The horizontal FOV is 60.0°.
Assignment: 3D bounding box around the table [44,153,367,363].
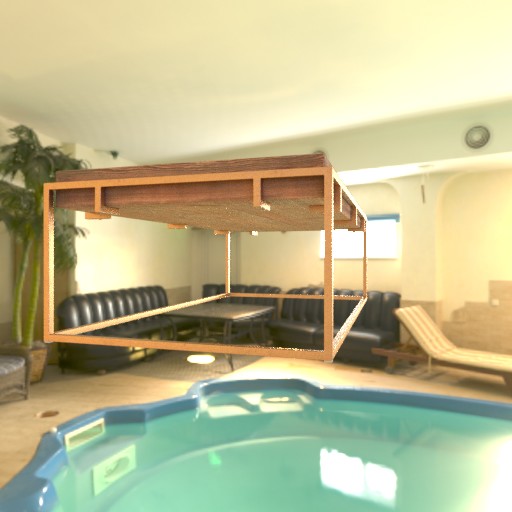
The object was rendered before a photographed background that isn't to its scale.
[{"bbox_3d":[0.000,0.000,1.745,0.775,0.468,1.387,0,0,17],"label":"table"}]
